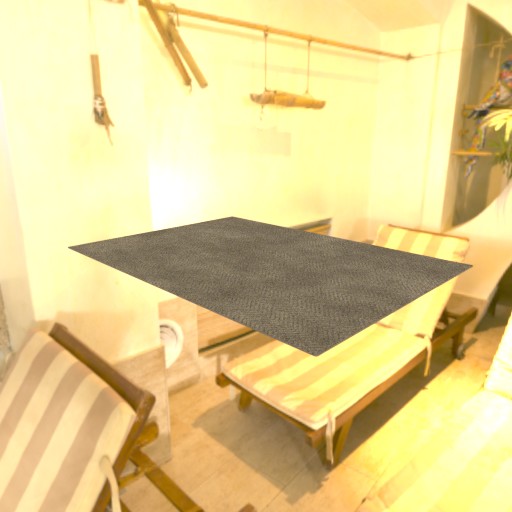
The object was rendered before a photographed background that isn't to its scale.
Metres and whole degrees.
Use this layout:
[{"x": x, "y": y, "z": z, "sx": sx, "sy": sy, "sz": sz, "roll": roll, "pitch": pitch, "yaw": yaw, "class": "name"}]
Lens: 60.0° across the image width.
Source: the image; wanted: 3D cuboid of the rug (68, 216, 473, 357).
[{"x": 0.000, "y": 0.000, "z": 2.974, "sx": 2.235, "sy": 0.008, "sz": 1.600, "roll": 16, "pitch": 22, "yaw": 43, "class": "rug"}]
